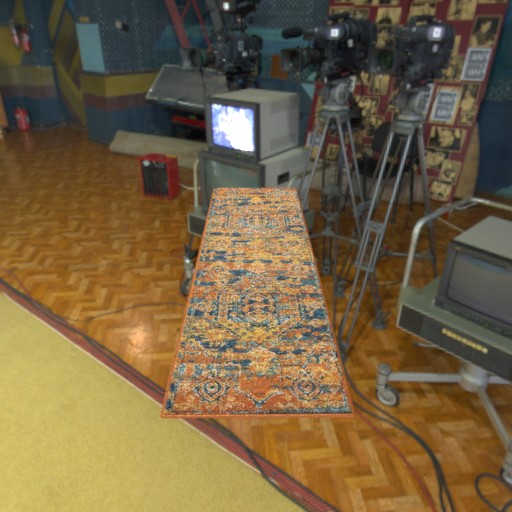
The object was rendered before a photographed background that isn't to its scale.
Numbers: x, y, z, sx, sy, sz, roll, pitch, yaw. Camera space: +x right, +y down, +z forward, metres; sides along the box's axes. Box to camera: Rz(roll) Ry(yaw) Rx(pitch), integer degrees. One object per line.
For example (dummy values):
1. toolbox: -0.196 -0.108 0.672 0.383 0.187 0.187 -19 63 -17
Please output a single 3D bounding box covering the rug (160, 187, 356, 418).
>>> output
1. rug: 0.000 0.000 2.472 0.651 0.016 2.274 0 28 0
